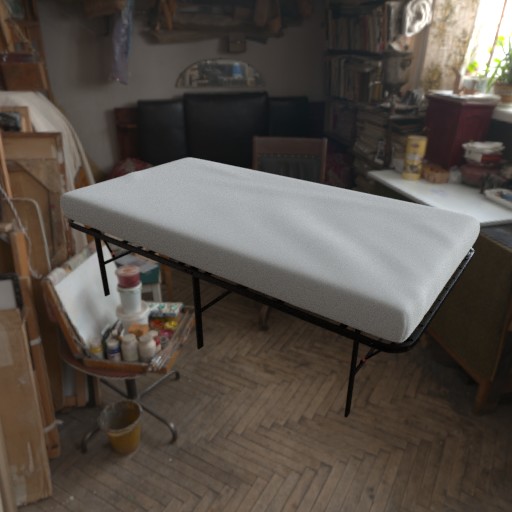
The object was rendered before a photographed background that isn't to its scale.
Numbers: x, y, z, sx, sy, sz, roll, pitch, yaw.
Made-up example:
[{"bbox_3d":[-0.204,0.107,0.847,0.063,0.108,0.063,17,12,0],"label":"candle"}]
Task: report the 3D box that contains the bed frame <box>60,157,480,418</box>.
[{"bbox_3d":[0.000,0.000,2.315,1.903,0.619,0.989,18,32,32],"label":"bed frame"}]
